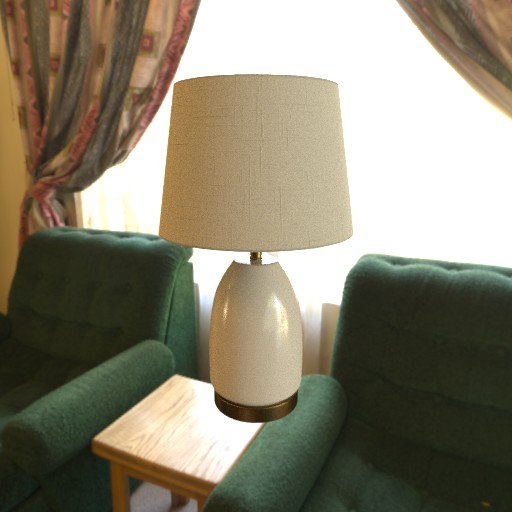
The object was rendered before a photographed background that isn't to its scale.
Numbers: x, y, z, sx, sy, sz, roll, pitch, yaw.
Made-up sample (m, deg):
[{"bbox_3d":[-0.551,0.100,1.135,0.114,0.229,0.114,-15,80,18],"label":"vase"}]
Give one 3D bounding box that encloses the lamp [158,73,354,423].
[{"bbox_3d":[0.000,0.000,0.671,0.285,0.483,0.285,0,14,0],"label":"lamp"}]
